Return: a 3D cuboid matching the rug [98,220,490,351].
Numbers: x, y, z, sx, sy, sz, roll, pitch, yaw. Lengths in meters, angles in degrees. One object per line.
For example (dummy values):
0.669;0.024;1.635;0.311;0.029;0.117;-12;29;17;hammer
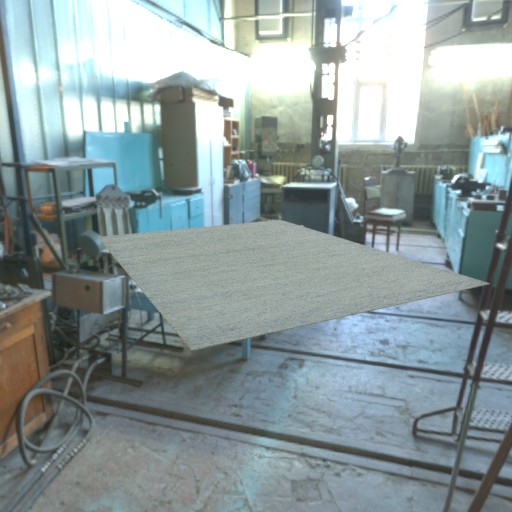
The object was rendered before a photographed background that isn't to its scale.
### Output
0.000;0.000;4.269;2.438;0.006;3.197;-8;16;-27;rug
